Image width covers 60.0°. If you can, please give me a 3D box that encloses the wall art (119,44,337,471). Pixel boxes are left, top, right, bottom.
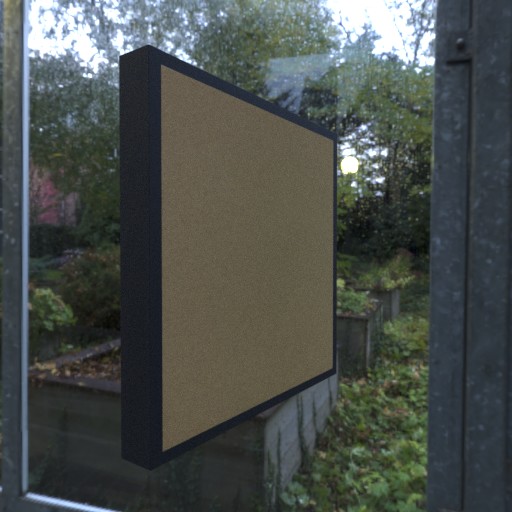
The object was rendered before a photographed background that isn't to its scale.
[{"bbox_3d":[0.000,0.000,0.449,0.033,0.304,0.305,1,1,36],"label":"wall art"}]
